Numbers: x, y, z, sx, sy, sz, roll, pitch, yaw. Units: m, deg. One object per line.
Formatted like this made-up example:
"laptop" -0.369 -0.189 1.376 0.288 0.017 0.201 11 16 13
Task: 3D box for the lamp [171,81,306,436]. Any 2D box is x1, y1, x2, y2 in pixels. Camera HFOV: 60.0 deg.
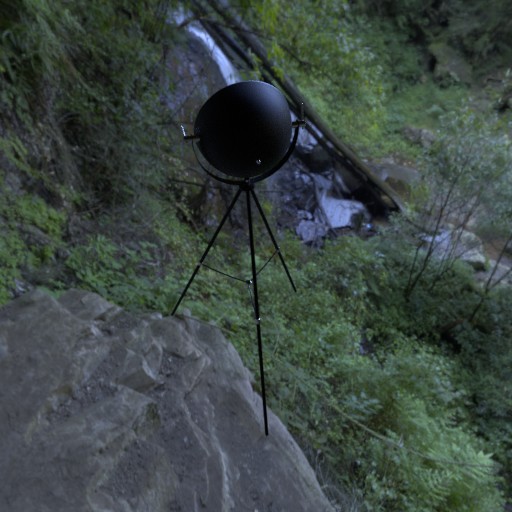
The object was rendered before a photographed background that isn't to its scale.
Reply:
"lamp" 0.000 0.000 2.008 0.817 1.512 0.920 -12 42 -13
